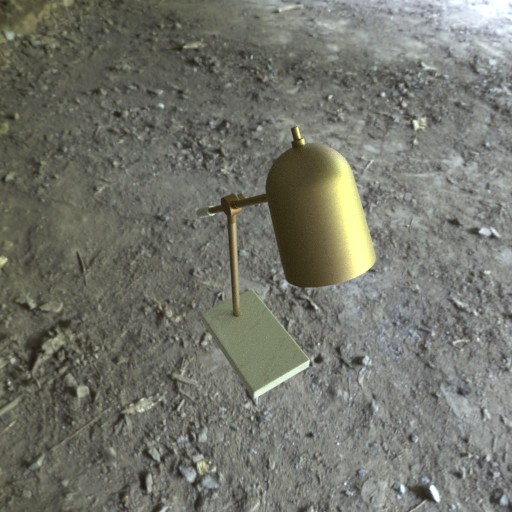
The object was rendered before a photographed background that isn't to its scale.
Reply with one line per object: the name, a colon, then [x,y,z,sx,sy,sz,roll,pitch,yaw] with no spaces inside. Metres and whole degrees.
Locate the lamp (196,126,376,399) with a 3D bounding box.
lamp: [0.000,0.000,0.801,0.144,0.603,0.471,-24,51,-22]
